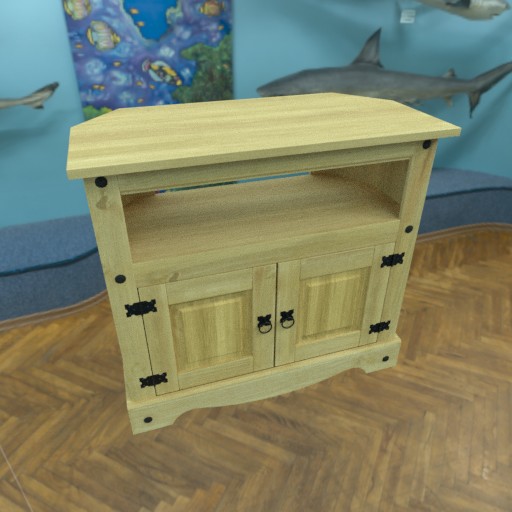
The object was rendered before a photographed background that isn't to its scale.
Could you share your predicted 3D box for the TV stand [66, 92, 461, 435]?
[{"bbox_3d":[0.000,0.000,1.281,0.851,0.781,0.425,-10,33,-15],"label":"TV stand"}]
